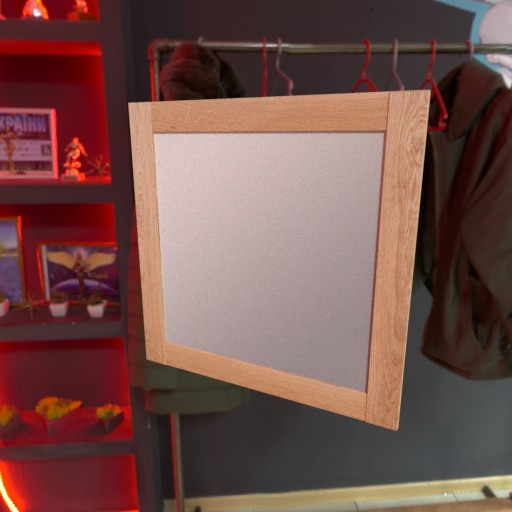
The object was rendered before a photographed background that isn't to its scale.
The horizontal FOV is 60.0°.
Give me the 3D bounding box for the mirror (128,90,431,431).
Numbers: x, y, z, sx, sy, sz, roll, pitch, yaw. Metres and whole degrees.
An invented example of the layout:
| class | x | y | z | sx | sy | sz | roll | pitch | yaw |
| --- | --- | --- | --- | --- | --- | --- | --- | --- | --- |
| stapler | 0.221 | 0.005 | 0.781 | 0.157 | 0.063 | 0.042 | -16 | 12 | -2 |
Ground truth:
| class | x | y | z | sx | sy | sz | roll | pitch | yaw |
| --- | --- | --- | --- | --- | --- | --- | --- | --- | --- |
| mirror | 0.000 | 0.000 | 1.186 | 0.800 | 0.800 | 0.020 | 8 | 17 | 26 |
